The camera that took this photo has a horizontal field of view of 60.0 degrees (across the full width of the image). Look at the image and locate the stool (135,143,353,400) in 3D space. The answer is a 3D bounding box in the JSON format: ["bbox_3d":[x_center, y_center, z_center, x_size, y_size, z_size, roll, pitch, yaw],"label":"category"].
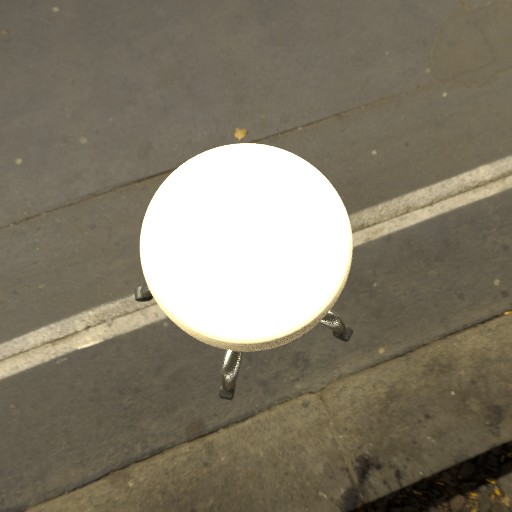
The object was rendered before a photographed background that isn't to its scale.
[{"bbox_3d":[0.000,0.000,1.087,0.614,0.482,0.634,-41,79,-10],"label":"stool"}]
